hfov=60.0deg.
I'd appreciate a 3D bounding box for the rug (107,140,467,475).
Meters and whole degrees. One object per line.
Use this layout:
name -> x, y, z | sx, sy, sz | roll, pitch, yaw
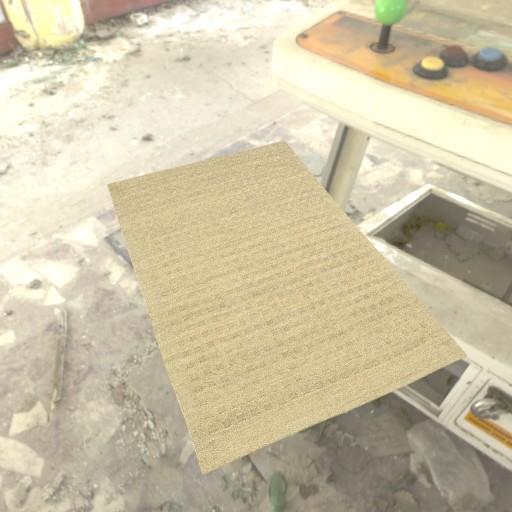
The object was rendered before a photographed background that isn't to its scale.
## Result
rug -> 0.000, 0.000, 2.924 | 1.532, 0.018, 2.297 | -18, 50, -16
